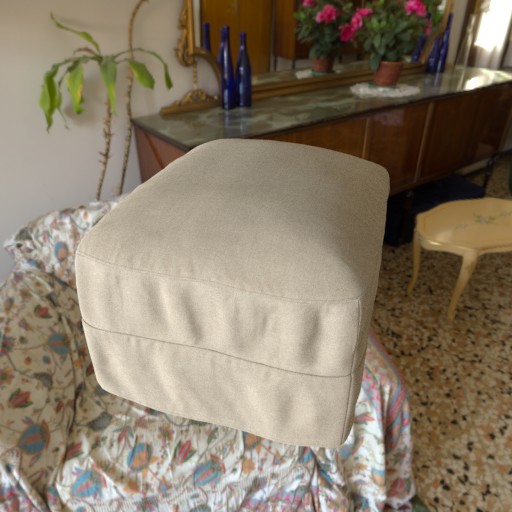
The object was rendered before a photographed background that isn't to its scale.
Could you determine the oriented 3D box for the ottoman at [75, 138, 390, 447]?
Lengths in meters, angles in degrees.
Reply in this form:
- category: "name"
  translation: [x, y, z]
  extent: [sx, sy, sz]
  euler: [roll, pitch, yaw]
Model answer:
- category: "ottoman"
  translation: [0.000, 0.000, 1.090]
  extent: [0.584, 0.480, 0.712]
  euler: [9, 32, 14]
